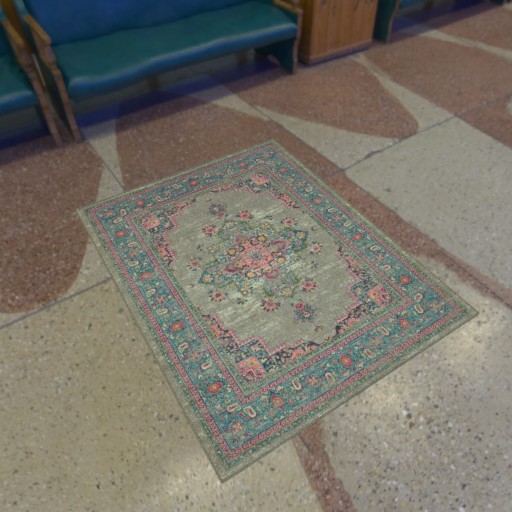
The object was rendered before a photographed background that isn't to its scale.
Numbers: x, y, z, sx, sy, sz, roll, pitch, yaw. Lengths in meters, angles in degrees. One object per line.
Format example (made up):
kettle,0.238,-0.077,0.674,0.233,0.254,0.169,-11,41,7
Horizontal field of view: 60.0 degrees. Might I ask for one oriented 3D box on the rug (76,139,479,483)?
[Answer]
rug,0.000,0.000,4.083,2.434,0.013,3.057,-25,52,-21
